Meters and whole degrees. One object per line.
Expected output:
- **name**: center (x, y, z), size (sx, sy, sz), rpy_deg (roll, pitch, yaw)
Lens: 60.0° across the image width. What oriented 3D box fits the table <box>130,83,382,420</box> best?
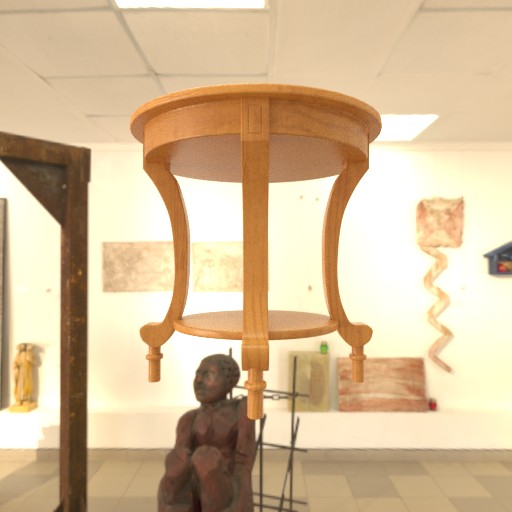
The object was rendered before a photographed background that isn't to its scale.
- **table**: center (0.000, 0.000, 1.086), size (0.597, 0.612, 0.597), rpy_deg (0, -1, 0)
